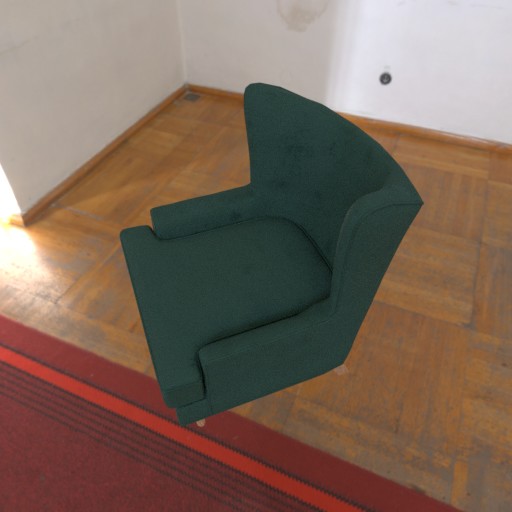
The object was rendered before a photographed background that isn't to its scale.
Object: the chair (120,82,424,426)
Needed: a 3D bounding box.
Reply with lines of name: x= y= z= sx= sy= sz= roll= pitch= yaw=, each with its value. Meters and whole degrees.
chair: x=0.000 y=0.000 z=1.642 sx=0.910 sy=0.952 sz=0.793 roll=-16 pitch=48 yaw=-15
